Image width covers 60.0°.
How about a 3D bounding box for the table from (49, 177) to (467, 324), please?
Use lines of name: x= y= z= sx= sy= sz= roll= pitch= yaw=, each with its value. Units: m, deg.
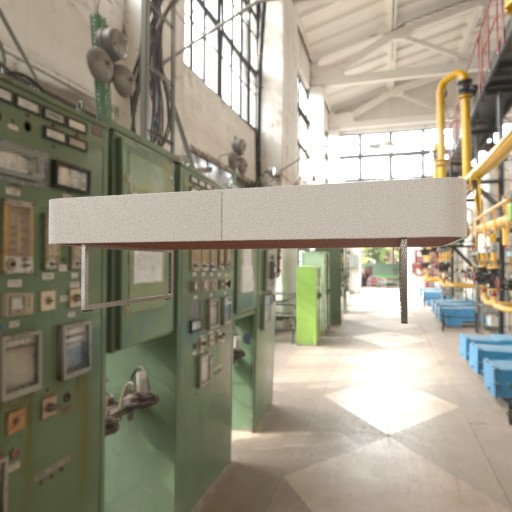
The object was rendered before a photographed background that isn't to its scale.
table: x=0.000 y=0.000 z=1.455 sx=1.200 sy=0.340 sz=0.600 roll=0 pitch=-1 yaw=17
